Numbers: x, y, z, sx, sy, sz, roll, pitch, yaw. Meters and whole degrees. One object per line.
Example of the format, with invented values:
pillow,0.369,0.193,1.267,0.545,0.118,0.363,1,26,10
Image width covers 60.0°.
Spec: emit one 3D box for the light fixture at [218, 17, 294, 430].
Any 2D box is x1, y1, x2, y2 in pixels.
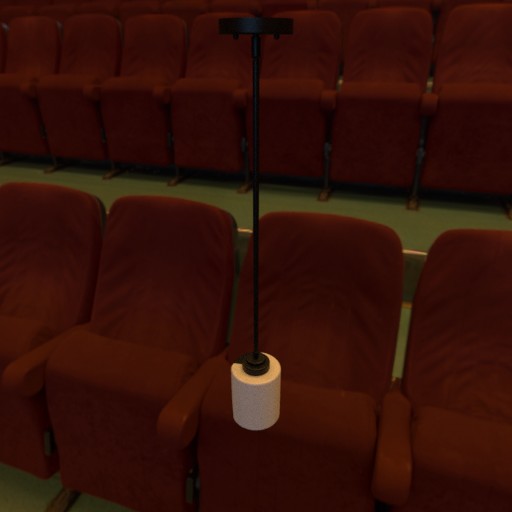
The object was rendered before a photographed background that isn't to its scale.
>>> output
light fixture,0.000,0.000,0.915,0.123,0.863,0.123,8,27,16
